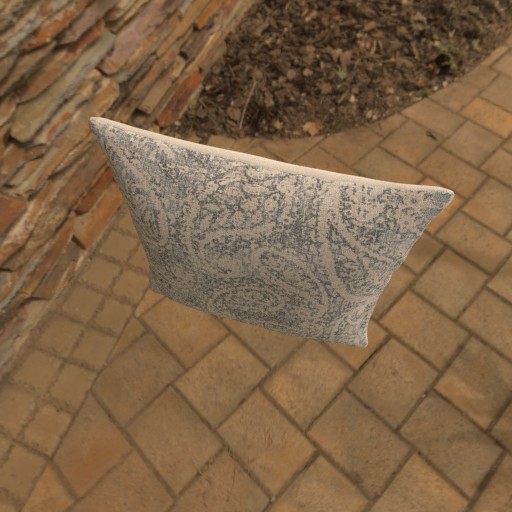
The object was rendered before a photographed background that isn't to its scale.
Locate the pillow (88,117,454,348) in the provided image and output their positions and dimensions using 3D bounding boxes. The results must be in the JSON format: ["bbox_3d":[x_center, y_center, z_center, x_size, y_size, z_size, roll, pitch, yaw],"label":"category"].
[{"bbox_3d":[0.000,0.000,0.813,0.523,0.510,0.166,14,59,9],"label":"pillow"}]
